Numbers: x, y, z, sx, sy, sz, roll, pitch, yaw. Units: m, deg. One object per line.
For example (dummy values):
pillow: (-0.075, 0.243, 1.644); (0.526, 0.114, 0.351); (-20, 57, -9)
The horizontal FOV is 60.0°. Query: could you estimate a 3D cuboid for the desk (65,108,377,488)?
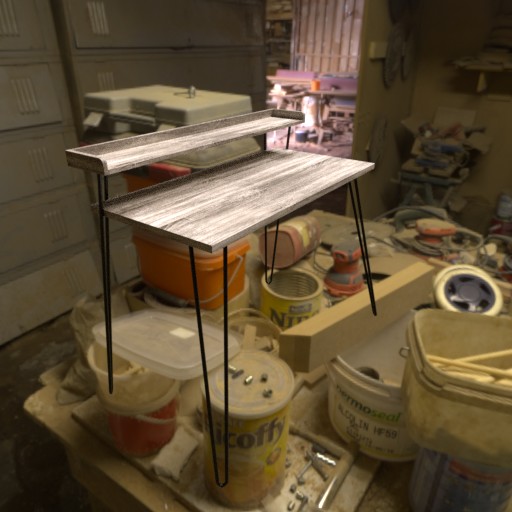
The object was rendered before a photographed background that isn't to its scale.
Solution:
desk: (0.000, 0.000, 1.657); (0.605, 0.899, 1.135); (18, 31, 32)
